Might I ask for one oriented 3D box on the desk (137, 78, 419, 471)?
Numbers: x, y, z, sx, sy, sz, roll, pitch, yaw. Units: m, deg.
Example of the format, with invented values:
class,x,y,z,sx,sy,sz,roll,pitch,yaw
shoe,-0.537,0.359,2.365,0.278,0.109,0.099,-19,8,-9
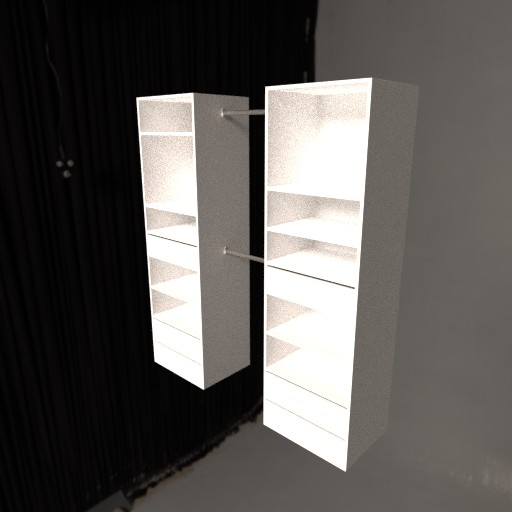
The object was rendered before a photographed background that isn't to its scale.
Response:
class,x,y,z,sx,sy,sz,roll,pitch,yaw
desk,0.000,0.000,2.887,1.770,2.000,0.480,14,21,41
